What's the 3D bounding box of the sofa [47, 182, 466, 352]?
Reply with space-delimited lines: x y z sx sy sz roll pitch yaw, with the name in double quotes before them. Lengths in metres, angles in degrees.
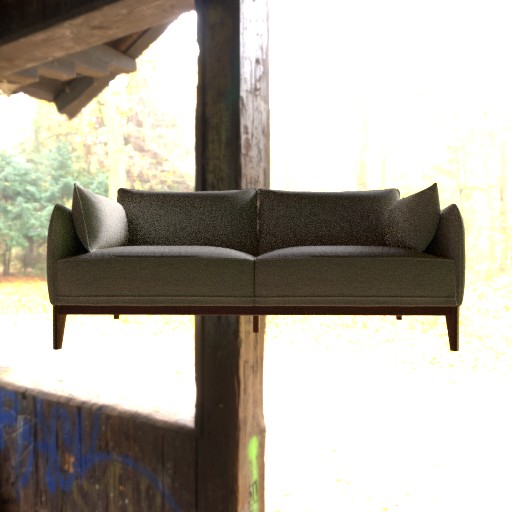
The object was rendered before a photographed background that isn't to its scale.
"sofa" 0.000 0.000 2.480 1.989 0.860 0.991 0 2 1
